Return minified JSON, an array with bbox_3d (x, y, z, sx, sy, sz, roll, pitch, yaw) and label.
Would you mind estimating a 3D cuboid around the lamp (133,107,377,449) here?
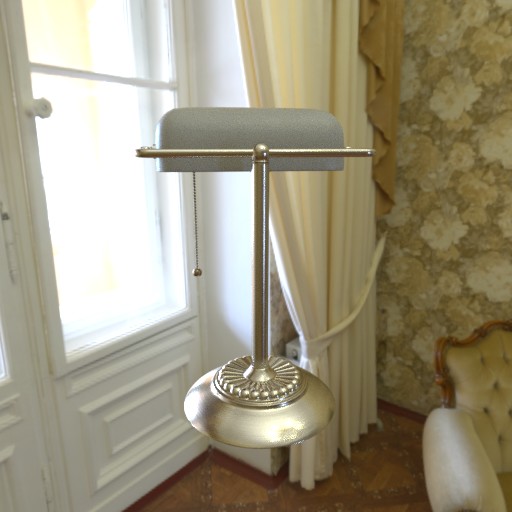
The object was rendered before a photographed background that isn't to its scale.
[{"bbox_3d":[0.000,0.000,0.520,0.264,0.339,0.243,-2,14,-8],"label":"lamp"}]
